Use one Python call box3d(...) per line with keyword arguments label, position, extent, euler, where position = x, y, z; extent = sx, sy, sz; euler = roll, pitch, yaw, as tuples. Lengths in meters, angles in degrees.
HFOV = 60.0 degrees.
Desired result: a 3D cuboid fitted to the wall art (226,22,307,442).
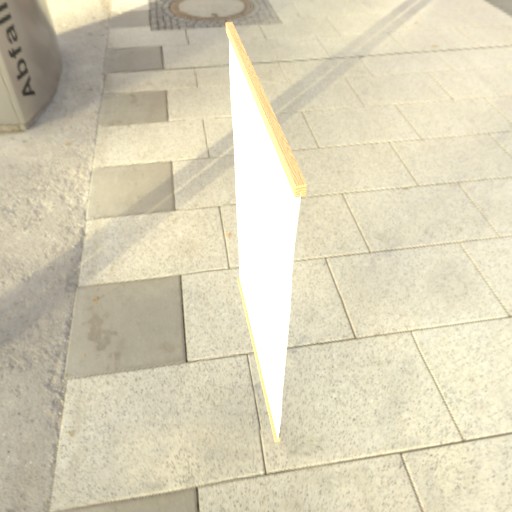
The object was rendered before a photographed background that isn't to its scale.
box3d(label="wall art", position=(0.000, 0.000, 1.887), extent=(0.025, 1.521, 1.011), euler=(-9, 47, -8))
